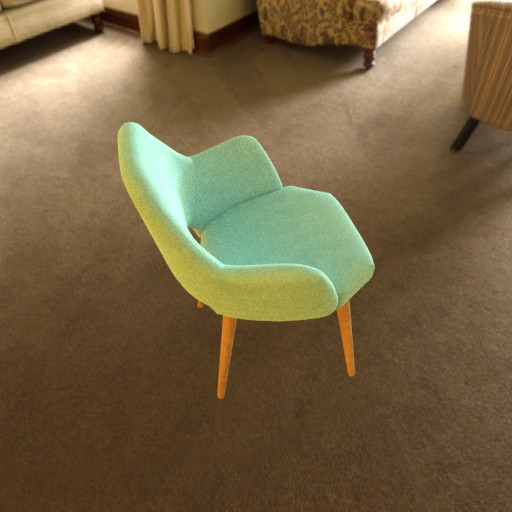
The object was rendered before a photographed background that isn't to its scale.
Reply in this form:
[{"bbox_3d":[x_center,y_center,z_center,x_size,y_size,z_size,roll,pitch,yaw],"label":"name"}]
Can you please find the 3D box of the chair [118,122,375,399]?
[{"bbox_3d":[0.000,0.000,1.293,0.610,0.840,0.590,-11,48,-10],"label":"chair"}]
